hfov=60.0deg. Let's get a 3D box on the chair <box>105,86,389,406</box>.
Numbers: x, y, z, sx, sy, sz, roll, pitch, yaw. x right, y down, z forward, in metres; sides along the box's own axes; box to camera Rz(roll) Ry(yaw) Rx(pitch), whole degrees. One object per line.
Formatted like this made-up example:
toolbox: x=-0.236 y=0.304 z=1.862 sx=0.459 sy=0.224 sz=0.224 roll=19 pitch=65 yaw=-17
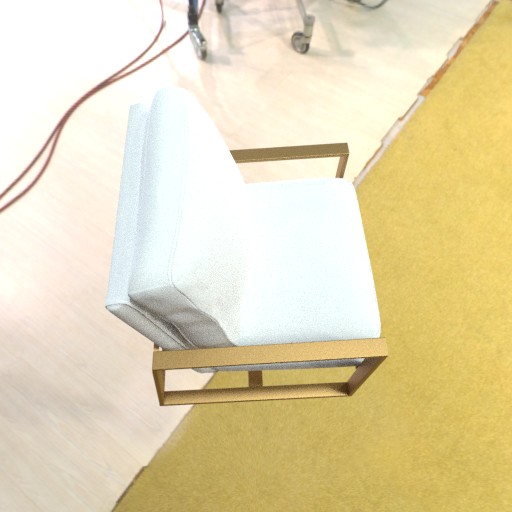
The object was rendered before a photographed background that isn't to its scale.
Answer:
chair: x=0.000 y=0.000 z=1.543 sx=0.813 sy=0.966 sz=0.805 roll=-3 pitch=62 yaw=-1
